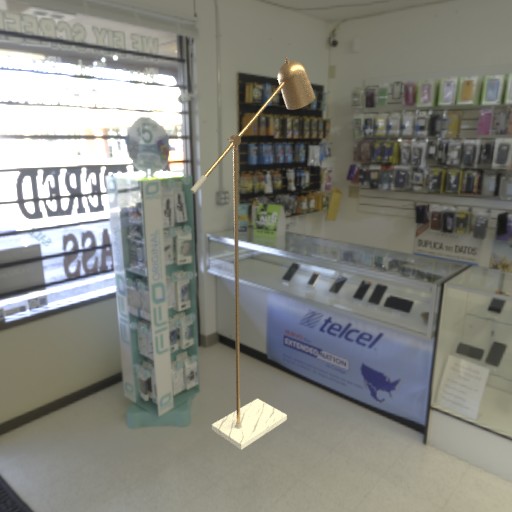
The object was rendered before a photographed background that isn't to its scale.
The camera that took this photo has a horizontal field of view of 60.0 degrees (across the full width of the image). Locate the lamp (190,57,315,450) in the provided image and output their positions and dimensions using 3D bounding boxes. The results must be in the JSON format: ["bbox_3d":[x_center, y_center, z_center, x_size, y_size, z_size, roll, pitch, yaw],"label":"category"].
[{"bbox_3d":[0.000,0.000,1.869,0.194,1.594,0.653,14,20,43],"label":"lamp"}]
